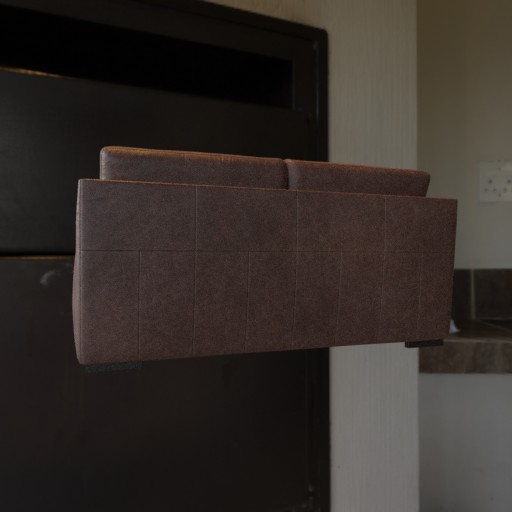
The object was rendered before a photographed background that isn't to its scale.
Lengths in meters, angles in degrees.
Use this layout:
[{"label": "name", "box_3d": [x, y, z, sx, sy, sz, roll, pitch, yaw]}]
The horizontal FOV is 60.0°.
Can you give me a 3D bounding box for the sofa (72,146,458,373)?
[{"label": "sofa", "box_3d": [0.000, 0.000, 2.492, 1.880, 0.939, 1.143, 0, 0, -19]}]
